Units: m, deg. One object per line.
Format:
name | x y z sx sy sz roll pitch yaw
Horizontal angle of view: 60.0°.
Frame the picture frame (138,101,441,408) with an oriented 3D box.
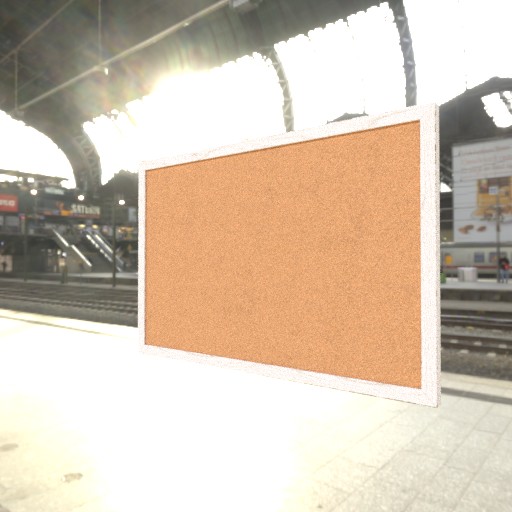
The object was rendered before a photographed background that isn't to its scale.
picture frame | 0.000 0.000 1.215 0.950 0.640 0.029 -1 -1 36
